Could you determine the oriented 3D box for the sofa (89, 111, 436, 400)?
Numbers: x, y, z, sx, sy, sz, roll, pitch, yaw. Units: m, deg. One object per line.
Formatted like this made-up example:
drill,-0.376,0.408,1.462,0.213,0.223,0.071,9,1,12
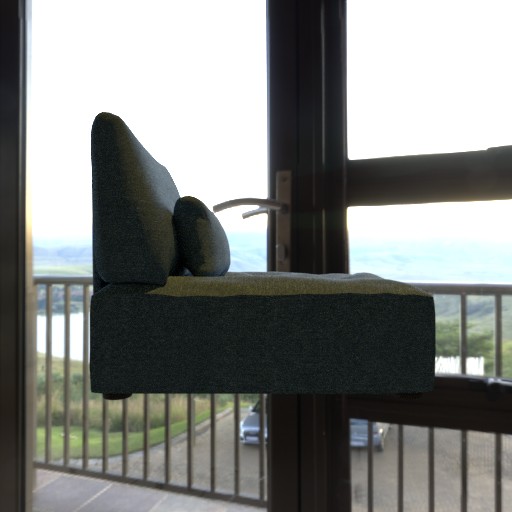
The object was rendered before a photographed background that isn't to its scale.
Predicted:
sofa,0.000,0.000,1.586,1.000,0.820,0.700,0,-1,0
